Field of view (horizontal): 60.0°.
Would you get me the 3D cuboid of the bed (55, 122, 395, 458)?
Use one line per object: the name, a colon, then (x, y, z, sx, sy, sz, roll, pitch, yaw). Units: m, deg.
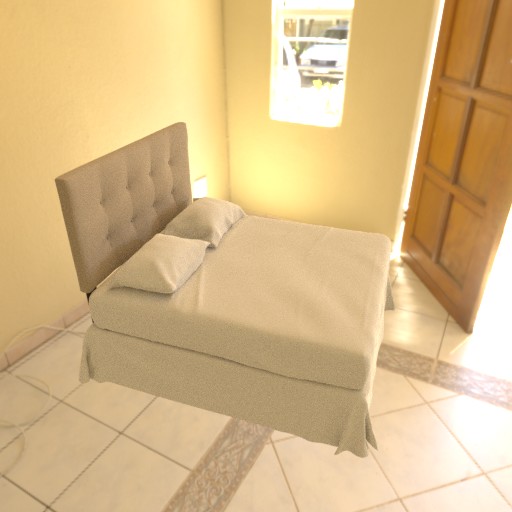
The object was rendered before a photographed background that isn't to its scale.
bed: (0.000, 0.000, 3.452, 2.222, 1.577, 1.936, 10, 31, 17)
